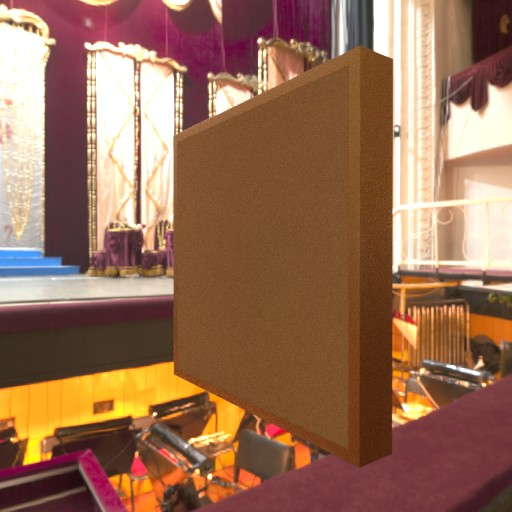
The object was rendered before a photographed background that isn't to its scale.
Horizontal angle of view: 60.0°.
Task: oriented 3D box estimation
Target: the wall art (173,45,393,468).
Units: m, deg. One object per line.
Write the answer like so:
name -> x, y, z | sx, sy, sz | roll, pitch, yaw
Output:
wall art -> 0.000, 0.000, 0.454 | 0.038, 0.305, 0.306 | 0, 1, -36
